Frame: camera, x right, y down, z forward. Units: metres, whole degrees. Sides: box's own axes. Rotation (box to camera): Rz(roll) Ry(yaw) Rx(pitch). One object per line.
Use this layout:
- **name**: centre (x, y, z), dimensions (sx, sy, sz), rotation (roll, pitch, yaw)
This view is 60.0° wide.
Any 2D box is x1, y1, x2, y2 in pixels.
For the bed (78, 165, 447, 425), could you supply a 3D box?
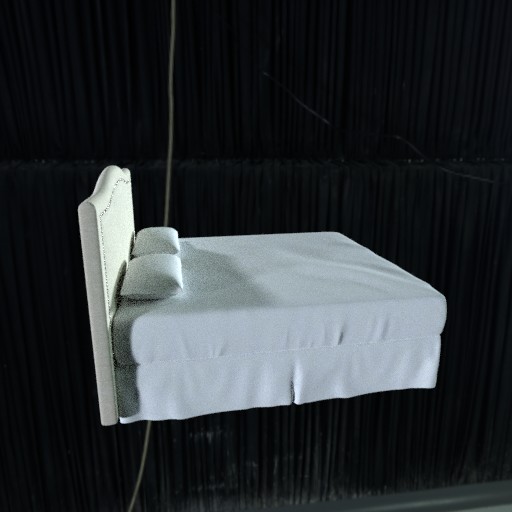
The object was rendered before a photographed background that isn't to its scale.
- **bed**: centre (0.000, 0.000, 3.495), dimensions (2.182, 1.421, 2.083), rotation (-3, 16, -10)
